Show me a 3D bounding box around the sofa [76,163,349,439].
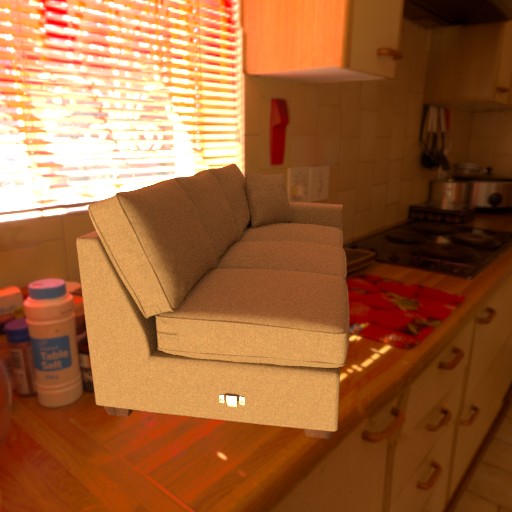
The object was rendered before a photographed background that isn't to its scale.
[{"bbox_3d":[0.000,0.000,2.551,1.034,0.946,1.963,3,15,10],"label":"sofa"}]
